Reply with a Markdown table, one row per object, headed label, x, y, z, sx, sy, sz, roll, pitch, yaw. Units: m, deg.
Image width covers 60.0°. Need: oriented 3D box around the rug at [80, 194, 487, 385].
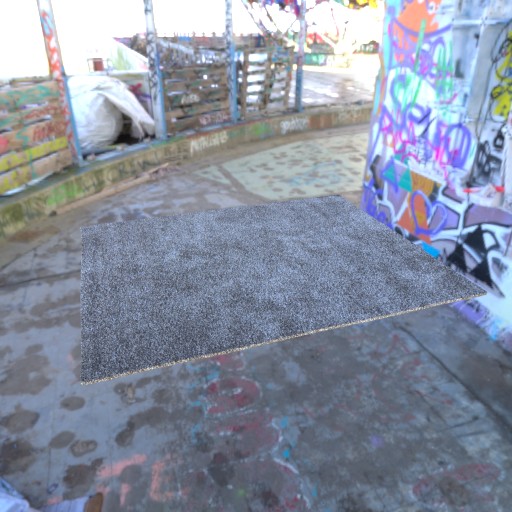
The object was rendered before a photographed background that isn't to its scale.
| label | x | y | z | sx | sy | sz | roll | pitch | yaw |
| --- | --- | --- | --- | --- | --- | --- | --- | --- | --- |
| rug | 0.000 | 0.000 | 4.020 | 3.000 | 0.025 | 2.401 | -9 | 29 | -17 |
